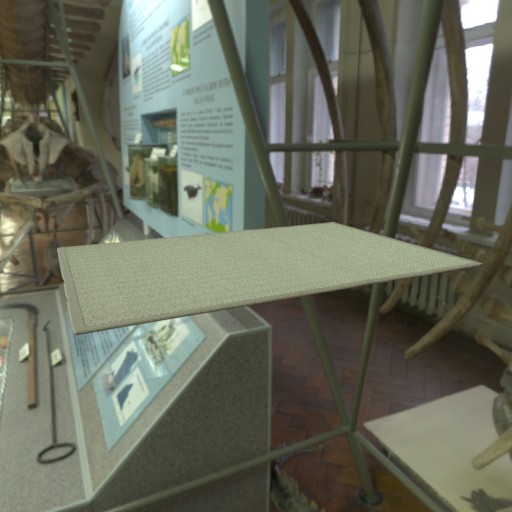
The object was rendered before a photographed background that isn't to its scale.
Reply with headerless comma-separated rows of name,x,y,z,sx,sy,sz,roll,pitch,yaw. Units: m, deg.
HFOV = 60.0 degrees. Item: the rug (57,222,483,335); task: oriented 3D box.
rug,0.000,0.000,2.847,2.290,0.021,1.540,-7,16,-25
